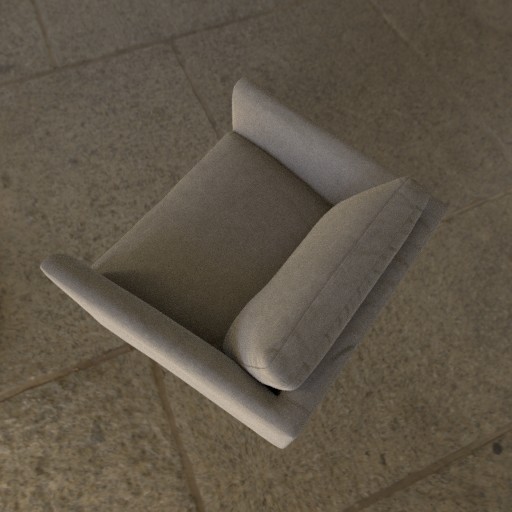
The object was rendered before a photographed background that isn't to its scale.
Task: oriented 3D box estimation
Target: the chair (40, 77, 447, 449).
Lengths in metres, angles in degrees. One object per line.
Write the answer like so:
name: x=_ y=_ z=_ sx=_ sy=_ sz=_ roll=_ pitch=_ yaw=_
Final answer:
chair: x=0.000 y=0.000 z=1.853 sx=1.091 sy=0.845 sz=1.190 roll=34 pitch=68 yaw=16
